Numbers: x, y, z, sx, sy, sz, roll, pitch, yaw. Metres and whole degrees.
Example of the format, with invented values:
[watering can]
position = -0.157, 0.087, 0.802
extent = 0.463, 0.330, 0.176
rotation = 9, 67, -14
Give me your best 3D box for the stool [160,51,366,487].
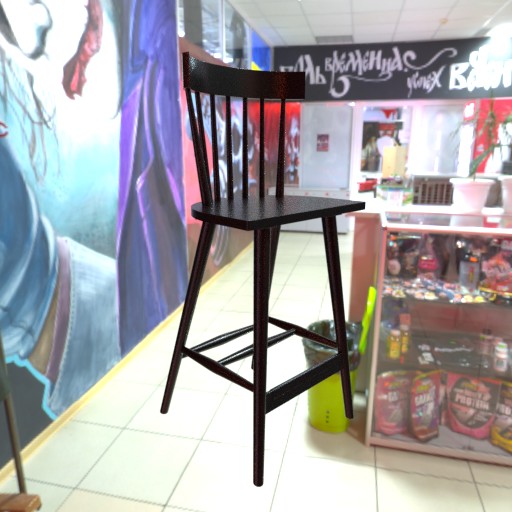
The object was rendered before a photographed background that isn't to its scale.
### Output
[stool]
position = 0.000, 0.000, 1.346
extent = 0.482, 1.092, 0.483
rotation = -14, 20, -43
